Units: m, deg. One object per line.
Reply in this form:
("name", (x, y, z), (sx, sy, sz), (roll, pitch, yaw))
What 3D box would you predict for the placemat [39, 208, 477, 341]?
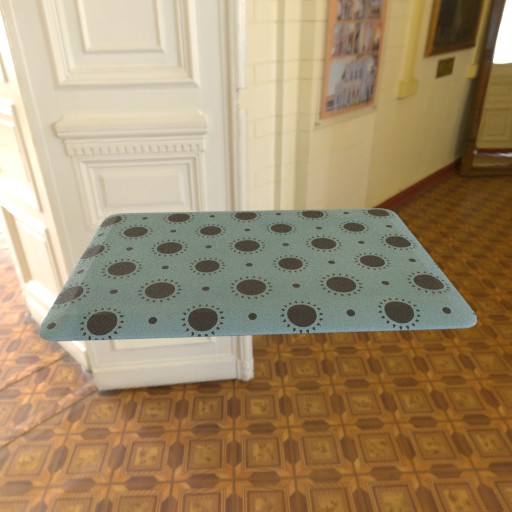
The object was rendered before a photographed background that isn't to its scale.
("placemat", (0.000, 0.000, 0.960), (0.762, 0.021, 0.508), (-1, 29, -2))
